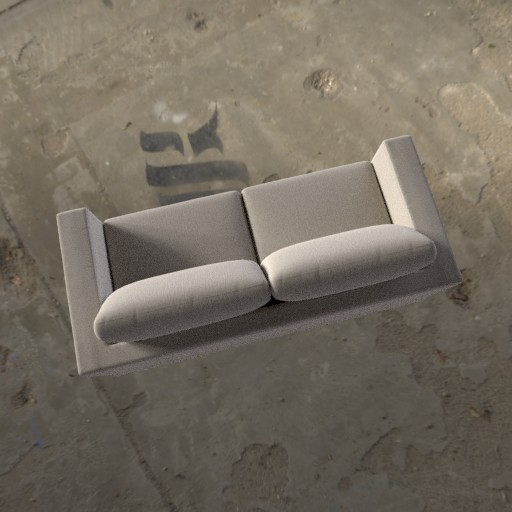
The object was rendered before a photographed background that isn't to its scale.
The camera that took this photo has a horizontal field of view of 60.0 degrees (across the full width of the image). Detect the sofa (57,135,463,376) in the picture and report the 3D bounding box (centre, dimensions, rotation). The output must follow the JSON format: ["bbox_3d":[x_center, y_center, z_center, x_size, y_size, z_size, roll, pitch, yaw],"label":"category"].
[{"bbox_3d":[0.000,0.000,2.687,2.163,0.881,0.954,-13,76,-3],"label":"sofa"}]
